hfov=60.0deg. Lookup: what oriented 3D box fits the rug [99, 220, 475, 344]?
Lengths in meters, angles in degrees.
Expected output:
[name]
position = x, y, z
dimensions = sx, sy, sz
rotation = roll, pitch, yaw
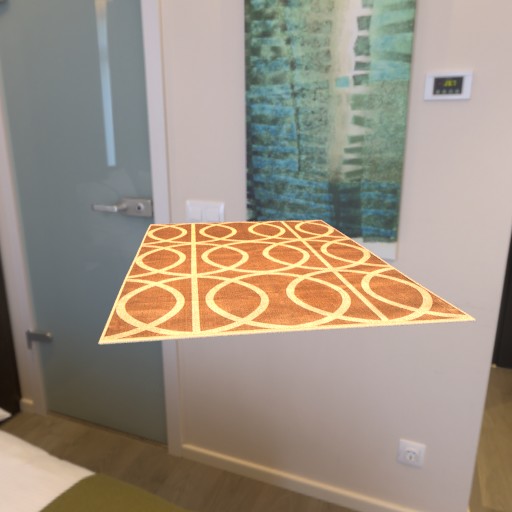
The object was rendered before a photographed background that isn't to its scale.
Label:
[rug]
position = 0.000, 0.000, 2.833
dimensions = 1.526, 0.014, 2.290
rotation = -2, 15, -8
